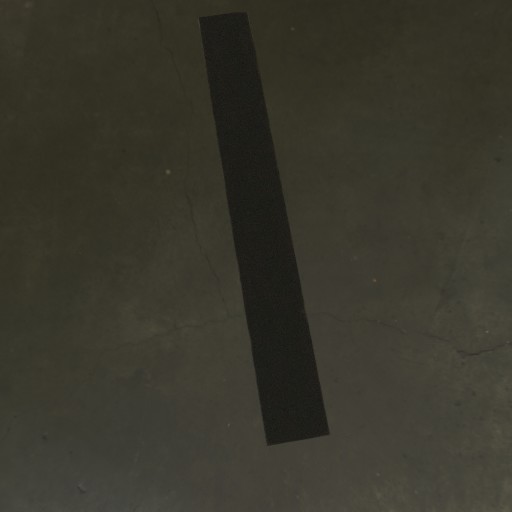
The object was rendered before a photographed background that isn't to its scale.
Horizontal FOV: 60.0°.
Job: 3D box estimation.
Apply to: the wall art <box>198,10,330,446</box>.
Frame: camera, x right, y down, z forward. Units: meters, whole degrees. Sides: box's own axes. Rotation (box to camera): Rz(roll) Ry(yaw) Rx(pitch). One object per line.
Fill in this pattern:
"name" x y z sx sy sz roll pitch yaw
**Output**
"wall art" 0.000 0.000 0.446 0.038 0.305 0.305 -9 76 -2
